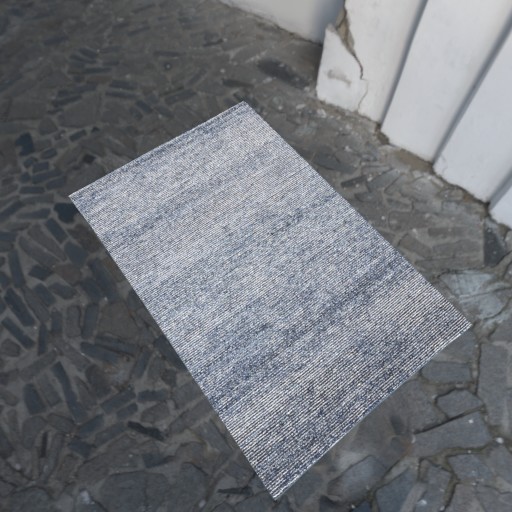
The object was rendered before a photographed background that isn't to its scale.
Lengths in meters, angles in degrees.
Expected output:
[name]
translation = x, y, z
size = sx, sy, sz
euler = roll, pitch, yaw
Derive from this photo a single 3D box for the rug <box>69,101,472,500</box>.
[rug]
translation = 0.000, 0.000, 2.141
size = 1.135, 0.010, 1.740
euler = -34, 68, -16
